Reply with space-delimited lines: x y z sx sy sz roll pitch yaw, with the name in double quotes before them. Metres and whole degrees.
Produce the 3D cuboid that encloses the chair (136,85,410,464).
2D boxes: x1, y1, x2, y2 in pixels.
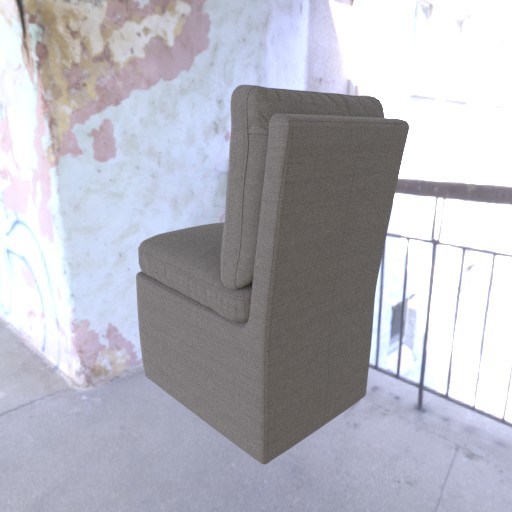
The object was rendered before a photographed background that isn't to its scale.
"chair" 0.000 0.000 1.359 0.503 0.927 0.698 -14 21 -41
